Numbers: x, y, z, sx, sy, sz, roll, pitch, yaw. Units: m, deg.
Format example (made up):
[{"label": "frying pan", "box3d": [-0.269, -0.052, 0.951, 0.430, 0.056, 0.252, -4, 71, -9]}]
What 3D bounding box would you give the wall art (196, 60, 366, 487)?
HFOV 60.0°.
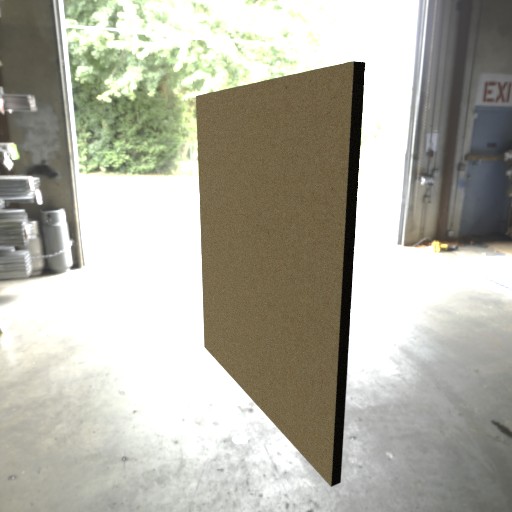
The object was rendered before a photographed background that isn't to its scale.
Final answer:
[{"label": "wall art", "box3d": [0.000, 0.000, 1.185, 0.028, 0.863, 0.755, -8, 17, -27]}]
